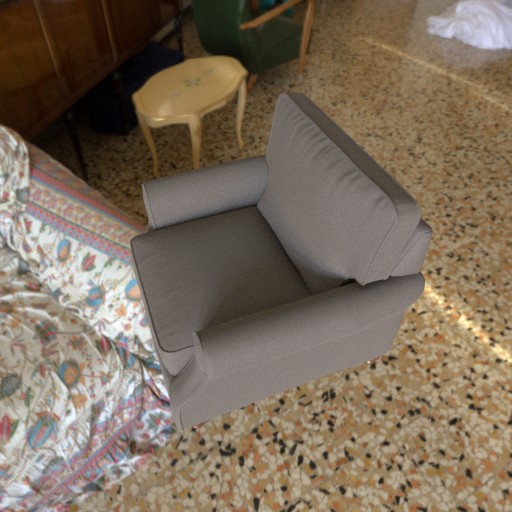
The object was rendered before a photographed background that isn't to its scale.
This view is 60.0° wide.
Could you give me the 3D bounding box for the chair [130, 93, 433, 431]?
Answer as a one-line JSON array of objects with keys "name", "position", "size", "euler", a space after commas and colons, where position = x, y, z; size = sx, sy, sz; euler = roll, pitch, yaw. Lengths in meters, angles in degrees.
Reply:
[{"name": "chair", "position": [0.000, 0.000, 1.809], "size": [0.966, 0.967, 1.029], "euler": [-15, 47, -15]}]
